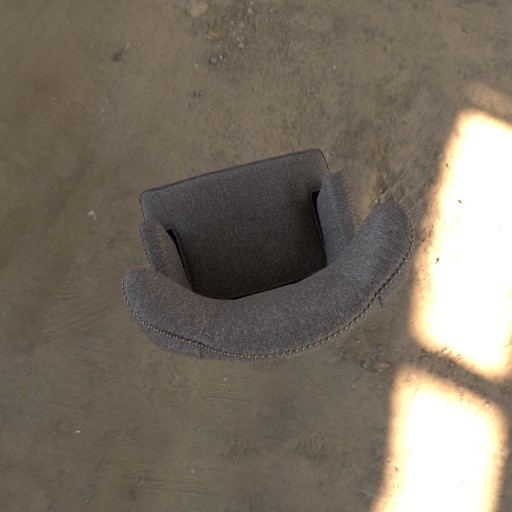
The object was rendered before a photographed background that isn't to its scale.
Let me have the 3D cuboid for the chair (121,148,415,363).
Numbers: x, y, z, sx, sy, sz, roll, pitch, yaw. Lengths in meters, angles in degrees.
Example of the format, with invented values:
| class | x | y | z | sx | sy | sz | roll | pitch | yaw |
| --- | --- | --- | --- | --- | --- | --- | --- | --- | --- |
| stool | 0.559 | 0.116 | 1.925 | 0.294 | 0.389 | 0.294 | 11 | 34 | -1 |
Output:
| class | x | y | z | sx | sy | sz | roll | pitch | yaw |
| --- | --- | --- | --- | --- | --- | --- | --- | --- | --- |
| chair | 0.000 | 0.000 | 1.604 | 0.759 | 1.060 | 0.758 | -15 | 76 | -4 |
